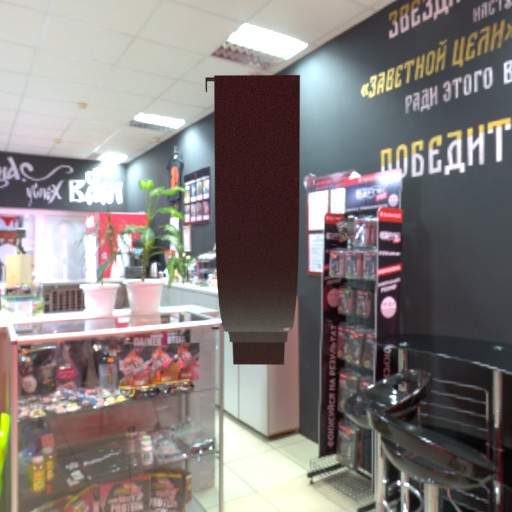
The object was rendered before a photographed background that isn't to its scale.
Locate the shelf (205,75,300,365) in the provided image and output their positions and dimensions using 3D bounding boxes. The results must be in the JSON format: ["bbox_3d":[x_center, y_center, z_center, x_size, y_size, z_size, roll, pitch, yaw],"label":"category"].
[{"bbox_3d":[0.000,0.000,0.892,0.112,0.439,0.729,0,1,1],"label":"shelf"}]
